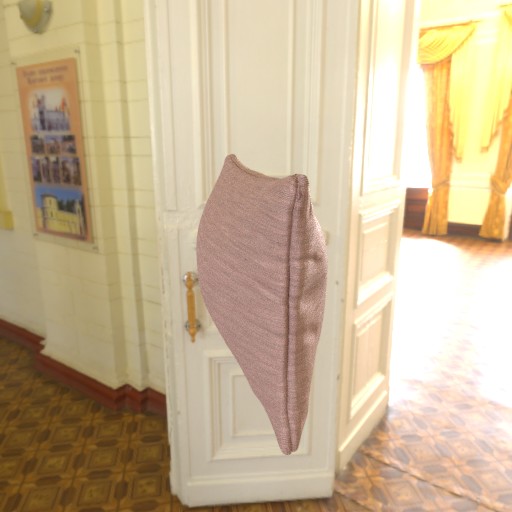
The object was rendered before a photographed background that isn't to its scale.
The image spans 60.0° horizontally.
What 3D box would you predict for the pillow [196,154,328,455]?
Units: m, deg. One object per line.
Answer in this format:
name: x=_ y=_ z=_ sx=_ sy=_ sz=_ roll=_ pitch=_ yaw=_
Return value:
pillow: x=0.000 y=0.000 z=0.797 sx=0.210 sy=0.338 sz=0.633 roll=-3 pitch=15 yaw=-9
